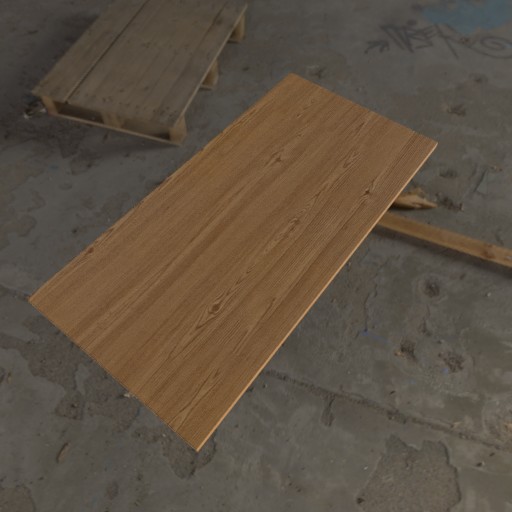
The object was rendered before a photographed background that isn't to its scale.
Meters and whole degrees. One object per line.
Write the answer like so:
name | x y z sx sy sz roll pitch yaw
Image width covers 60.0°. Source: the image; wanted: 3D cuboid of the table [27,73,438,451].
table | 0.000 0.000 2.298 0.901 0.750 1.797 33 64 19
